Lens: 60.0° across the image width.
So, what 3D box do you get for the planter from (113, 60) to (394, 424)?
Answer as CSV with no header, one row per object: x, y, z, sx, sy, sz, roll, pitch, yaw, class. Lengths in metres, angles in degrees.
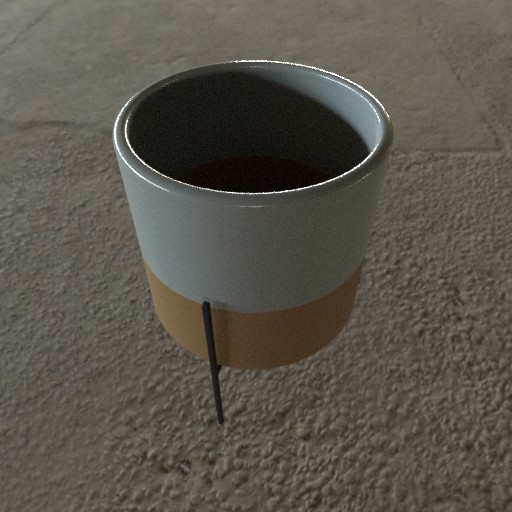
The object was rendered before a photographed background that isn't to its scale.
0.000,0.000,0.632,0.310,0.432,0.310,3,46,3,planter
